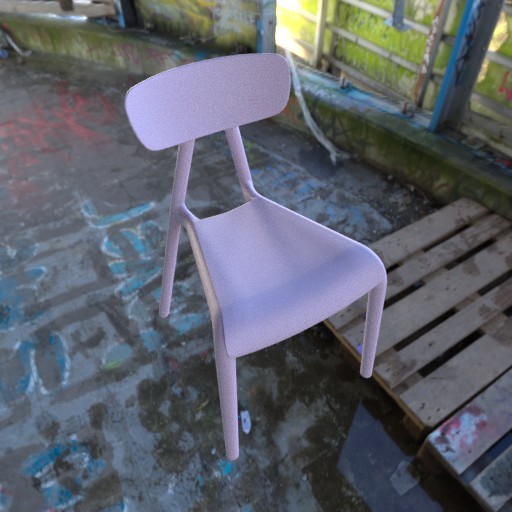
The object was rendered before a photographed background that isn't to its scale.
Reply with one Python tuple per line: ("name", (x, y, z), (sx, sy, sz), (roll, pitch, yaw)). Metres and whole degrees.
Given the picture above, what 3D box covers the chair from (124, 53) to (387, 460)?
("chair", (0.000, 0.000, 0.814), (0.356, 0.580, 0.401), (-23, 50, -21))
